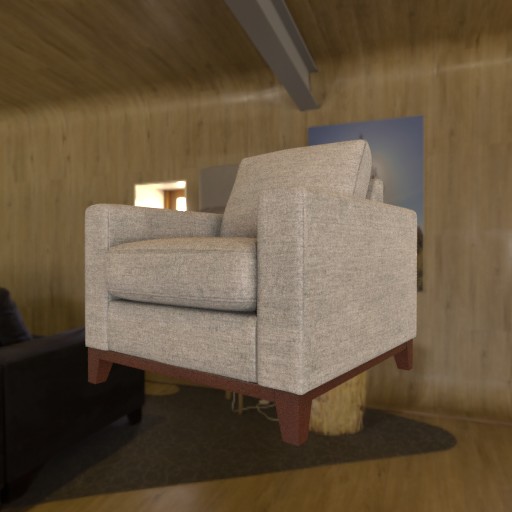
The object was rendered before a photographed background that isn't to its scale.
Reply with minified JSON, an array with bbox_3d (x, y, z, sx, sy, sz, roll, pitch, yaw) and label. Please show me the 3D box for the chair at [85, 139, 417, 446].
[{"bbox_3d":[0.000,0.000,1.859,1.024,1.010,1.038,1,1,37],"label":"chair"}]
